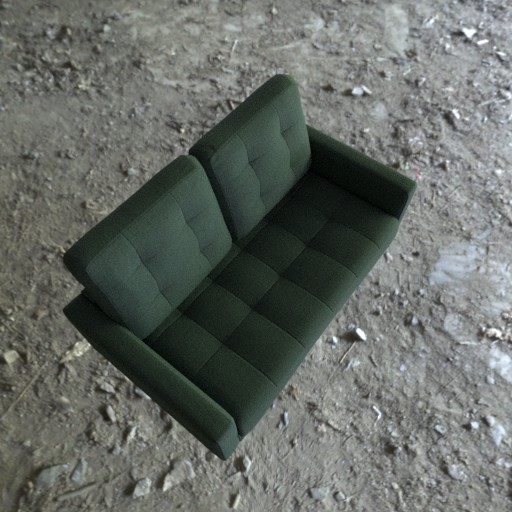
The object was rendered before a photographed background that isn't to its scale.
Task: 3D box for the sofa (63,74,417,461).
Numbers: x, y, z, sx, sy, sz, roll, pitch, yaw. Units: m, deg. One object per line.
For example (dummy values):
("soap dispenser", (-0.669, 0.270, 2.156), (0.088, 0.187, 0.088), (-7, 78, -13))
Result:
("sofa", (0.000, 0.000, 1.930), (0.842, 0.907, 1.407), (34, 64, 19))
